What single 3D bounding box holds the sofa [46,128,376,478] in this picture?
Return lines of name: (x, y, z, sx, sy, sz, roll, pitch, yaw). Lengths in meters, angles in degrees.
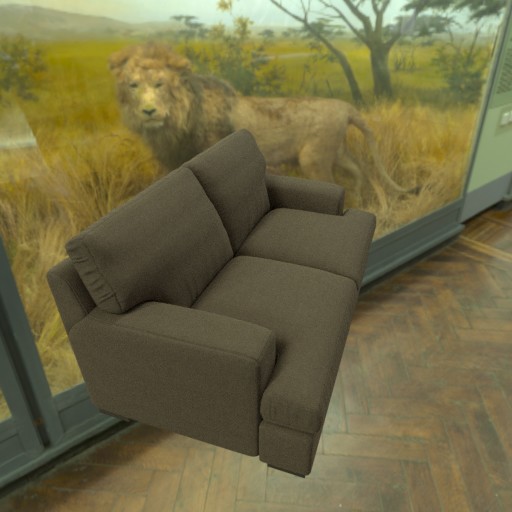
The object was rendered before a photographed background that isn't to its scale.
sofa: (0.000, 0.000, 2.445, 1.140, 0.950, 1.869, 10, 32, 17)
